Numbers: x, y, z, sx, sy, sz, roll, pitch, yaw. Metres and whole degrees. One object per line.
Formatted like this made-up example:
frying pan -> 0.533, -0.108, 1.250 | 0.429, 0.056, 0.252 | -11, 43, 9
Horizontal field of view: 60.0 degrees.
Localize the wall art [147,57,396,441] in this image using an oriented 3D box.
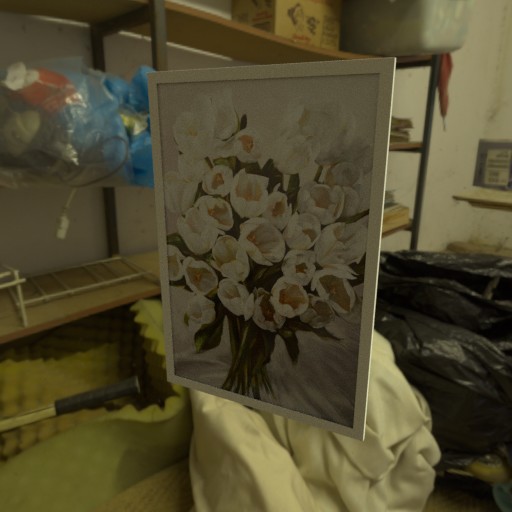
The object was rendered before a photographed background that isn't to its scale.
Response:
wall art -> 0.000, 0.000, 1.218 | 0.660, 0.965, 0.015 | 8, 19, 25
